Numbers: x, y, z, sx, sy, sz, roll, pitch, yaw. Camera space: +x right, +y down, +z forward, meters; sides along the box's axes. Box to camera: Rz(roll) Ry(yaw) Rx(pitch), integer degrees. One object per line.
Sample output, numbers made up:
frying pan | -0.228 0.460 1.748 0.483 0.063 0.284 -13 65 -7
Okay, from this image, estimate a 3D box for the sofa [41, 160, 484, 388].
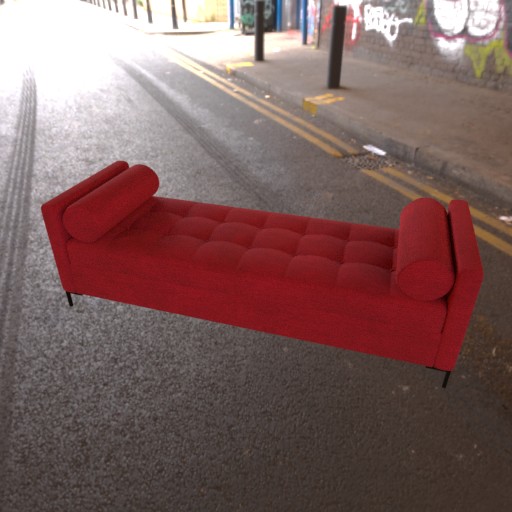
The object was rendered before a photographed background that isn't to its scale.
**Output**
sofa | 0.000 0.000 2.313 1.981 0.635 0.686 9 33 15
